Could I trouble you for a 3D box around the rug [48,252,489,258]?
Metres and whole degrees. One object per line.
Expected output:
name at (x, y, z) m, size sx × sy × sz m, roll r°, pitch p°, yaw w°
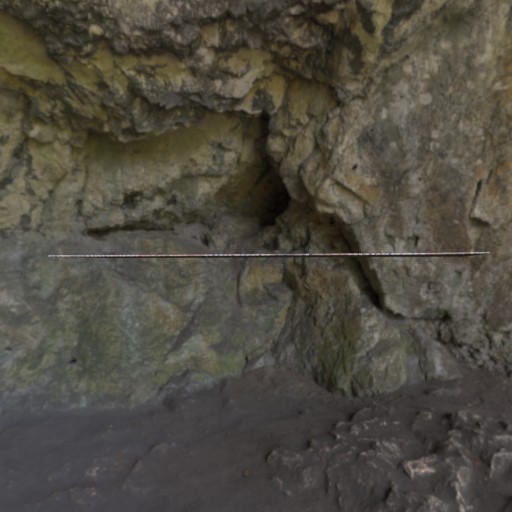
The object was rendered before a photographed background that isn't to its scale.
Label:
rug at (0.000, 0.000, 2.721) m, size 2.443 × 0.009 × 0.771 m, roll 0°, pitch -1°, yaw 17°
